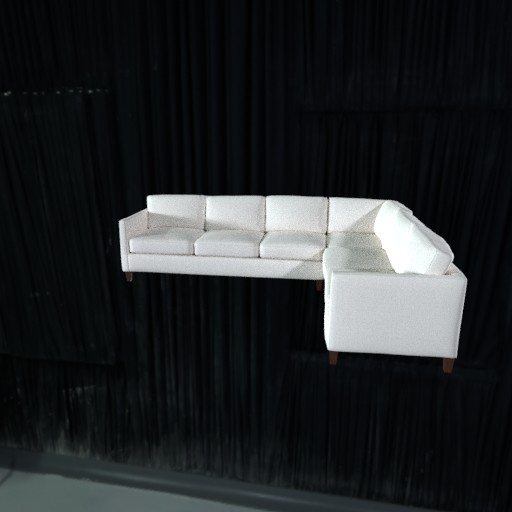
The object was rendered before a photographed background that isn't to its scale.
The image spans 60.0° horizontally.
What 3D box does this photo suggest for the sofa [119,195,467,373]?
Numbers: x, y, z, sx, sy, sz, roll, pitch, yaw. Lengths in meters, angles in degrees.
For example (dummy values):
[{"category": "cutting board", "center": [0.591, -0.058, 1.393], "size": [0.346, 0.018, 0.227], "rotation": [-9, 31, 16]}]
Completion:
[{"category": "sofa", "center": [0.000, 0.000, 4.497], "size": [3.302, 0.947, 2.593], "rotation": [2, 16, 8]}]
